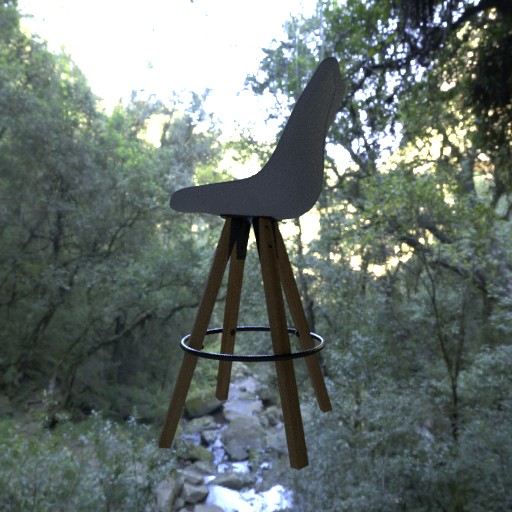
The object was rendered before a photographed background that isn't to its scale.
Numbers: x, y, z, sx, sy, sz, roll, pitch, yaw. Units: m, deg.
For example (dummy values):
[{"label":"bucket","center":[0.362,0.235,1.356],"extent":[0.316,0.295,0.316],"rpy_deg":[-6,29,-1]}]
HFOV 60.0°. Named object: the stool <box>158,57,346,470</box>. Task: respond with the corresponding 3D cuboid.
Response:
[{"label":"stool","center":[0.000,0.000,1.431],"extent":[0.550,1.115,0.484],"rpy_deg":[0,1,18]}]
